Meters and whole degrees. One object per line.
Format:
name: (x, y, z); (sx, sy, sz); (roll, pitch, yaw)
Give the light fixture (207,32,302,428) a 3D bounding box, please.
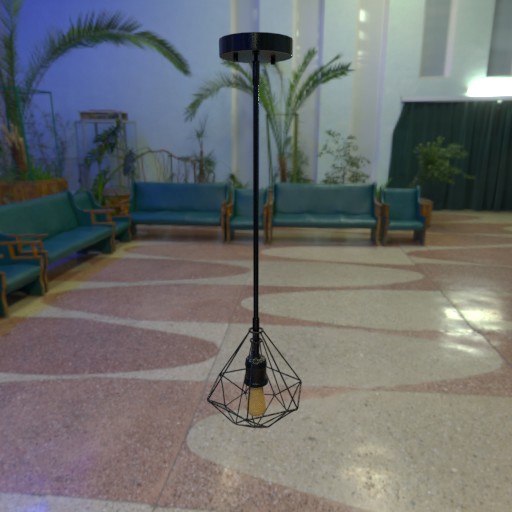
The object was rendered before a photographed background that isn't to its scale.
light fixture: (0.000, 0.000, 1.982); (0.431, 1.764, 0.487); (2, 15, 9)
